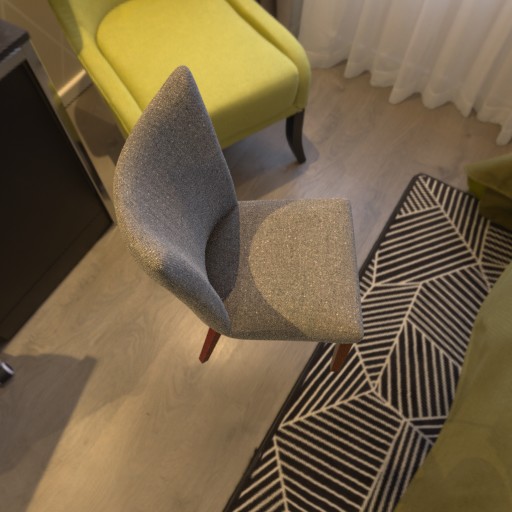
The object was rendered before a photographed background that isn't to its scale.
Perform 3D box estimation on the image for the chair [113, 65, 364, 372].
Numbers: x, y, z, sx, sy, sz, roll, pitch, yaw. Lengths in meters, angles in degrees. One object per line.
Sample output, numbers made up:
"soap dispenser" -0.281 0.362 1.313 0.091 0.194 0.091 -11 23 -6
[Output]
"chair" 0.000 0.000 1.318 0.623 0.924 0.535 1 63 0
